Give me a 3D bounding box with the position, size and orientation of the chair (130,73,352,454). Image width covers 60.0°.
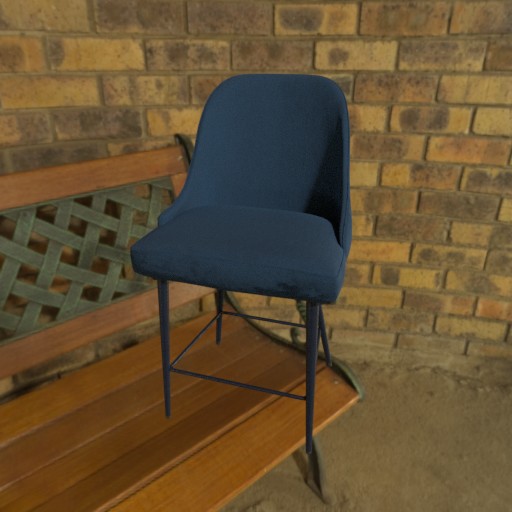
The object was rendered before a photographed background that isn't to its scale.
[{"bbox_3d":[0.000,0.000,1.245,0.526,0.927,0.489,8,26,16],"label":"chair"}]
